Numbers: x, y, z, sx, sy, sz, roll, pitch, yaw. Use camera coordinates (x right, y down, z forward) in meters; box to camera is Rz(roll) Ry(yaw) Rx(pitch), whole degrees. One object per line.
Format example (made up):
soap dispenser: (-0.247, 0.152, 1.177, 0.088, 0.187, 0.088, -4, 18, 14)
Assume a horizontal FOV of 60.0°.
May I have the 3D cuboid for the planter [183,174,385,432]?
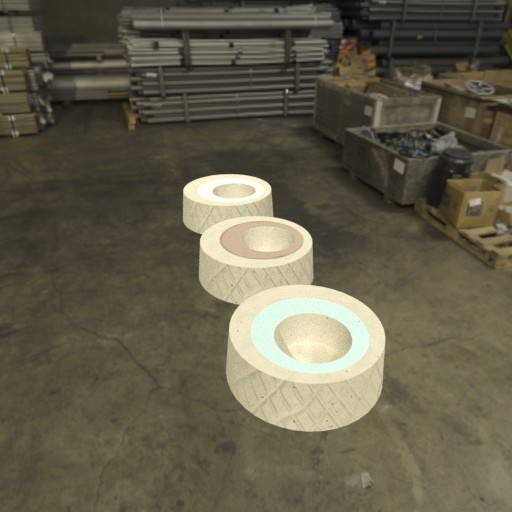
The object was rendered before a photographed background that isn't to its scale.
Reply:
planter: (0.000, 0.000, 0.433, 0.114, 0.038, 0.390, -7, 30, -13)
